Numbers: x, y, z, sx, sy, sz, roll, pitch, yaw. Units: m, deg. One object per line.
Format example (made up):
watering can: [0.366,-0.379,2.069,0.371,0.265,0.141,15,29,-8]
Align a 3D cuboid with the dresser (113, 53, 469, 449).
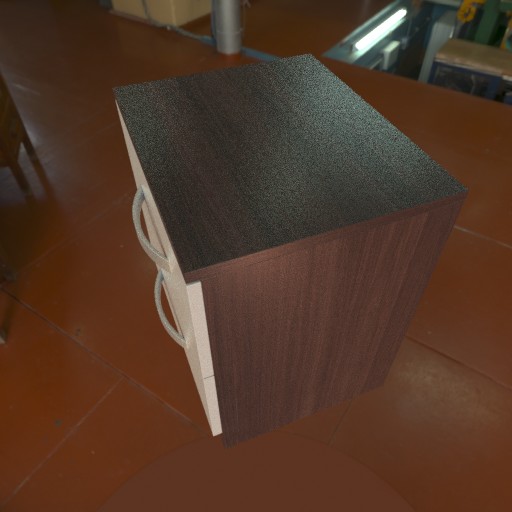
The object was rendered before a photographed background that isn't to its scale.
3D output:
dresser: [0.000,0.000,0.754,0.360,0.470,0.400,-16,49,-15]
